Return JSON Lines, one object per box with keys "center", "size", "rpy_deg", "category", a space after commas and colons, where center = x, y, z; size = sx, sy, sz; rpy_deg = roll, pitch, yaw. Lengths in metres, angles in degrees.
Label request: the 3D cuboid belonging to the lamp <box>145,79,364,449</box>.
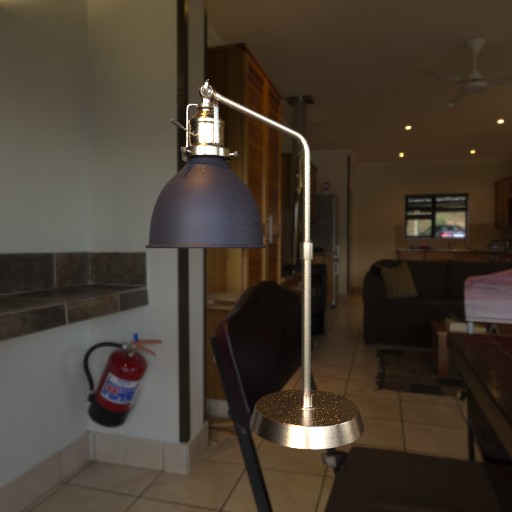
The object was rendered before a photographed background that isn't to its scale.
{"center": [0.000, 0.000, 0.596], "size": [0.291, 0.456, 0.160], "rpy_deg": [0, 1, -3], "category": "lamp"}
